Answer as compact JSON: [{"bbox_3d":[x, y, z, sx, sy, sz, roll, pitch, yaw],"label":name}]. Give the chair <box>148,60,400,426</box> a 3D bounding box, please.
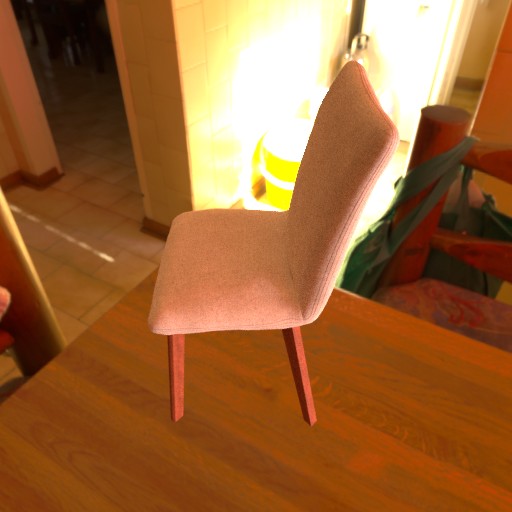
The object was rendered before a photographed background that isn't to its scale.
[{"bbox_3d":[0.000,0.000,1.292,0.563,0.974,0.522,0,40,0],"label":"chair"}]
